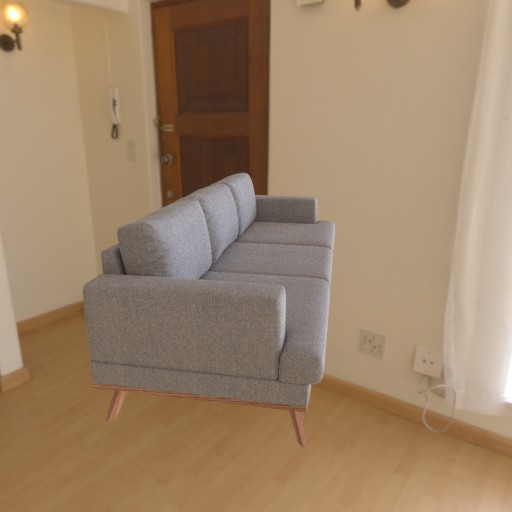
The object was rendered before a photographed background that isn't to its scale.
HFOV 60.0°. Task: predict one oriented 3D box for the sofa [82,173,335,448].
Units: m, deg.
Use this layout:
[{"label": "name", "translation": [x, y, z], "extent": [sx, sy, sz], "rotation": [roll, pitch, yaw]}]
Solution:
[{"label": "sofa", "translation": [0.000, 0.000, 2.705], "extent": [0.920, 0.810, 2.310], "rotation": [3, 17, 10]}]
